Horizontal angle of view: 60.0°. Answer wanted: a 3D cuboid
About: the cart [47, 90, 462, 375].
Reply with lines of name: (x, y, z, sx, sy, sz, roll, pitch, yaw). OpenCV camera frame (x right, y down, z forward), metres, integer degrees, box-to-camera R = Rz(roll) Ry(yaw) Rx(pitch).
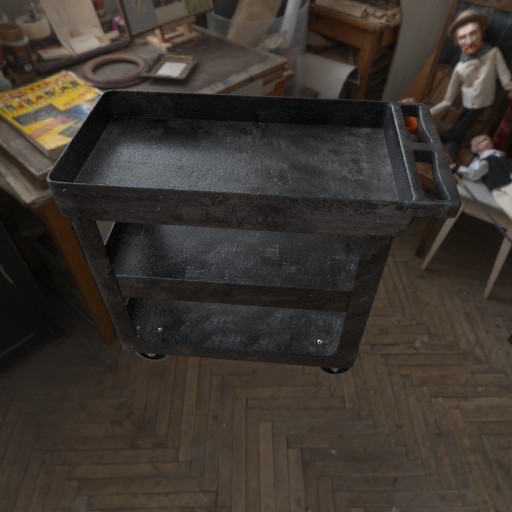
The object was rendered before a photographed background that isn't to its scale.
cart: (0.000, 0.000, 1.356, 0.877, 0.824, 0.420, 4, 47, 3)
